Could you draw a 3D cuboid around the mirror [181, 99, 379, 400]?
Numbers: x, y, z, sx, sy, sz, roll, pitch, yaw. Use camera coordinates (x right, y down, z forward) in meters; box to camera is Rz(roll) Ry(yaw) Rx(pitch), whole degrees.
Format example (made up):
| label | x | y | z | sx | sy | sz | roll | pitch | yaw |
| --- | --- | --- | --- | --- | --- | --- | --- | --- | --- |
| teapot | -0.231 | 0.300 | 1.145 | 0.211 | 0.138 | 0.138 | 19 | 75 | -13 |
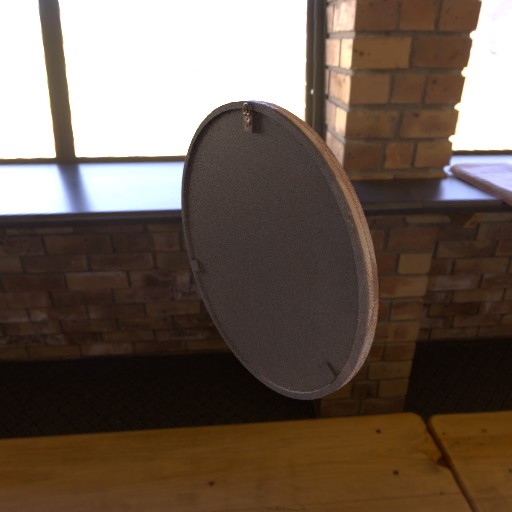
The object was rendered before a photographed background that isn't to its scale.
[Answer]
| label | x | y | z | sx | sy | sz | roll | pitch | yaw |
| --- | --- | --- | --- | --- | --- | --- | --- | --- | --- |
| mirror | 0.000 | 0.000 | 1.069 | 0.038 | 0.710 | 0.710 | -18 | 31 | -32 |
